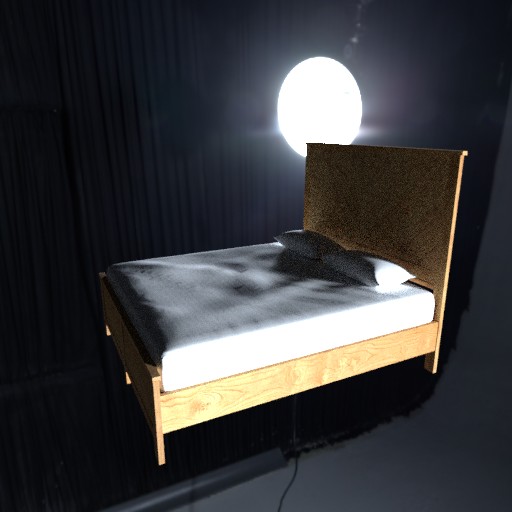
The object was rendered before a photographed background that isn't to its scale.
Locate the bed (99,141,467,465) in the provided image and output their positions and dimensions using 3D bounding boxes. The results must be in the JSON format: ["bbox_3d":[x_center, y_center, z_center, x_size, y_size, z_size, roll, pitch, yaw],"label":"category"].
[{"bbox_3d":[0.000,0.000,3.565,2.201,1.686,1.936,-8,18,-26],"label":"bed"}]
